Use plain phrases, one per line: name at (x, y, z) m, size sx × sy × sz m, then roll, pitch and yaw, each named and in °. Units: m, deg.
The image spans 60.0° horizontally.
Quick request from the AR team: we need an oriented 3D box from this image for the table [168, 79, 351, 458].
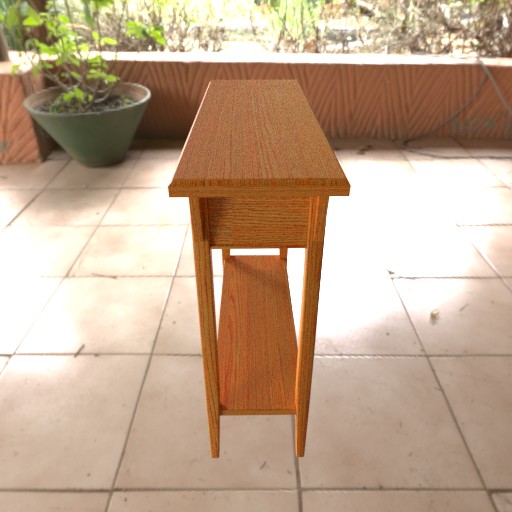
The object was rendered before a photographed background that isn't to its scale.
table at (0.000, 0.000, 1.121) m, size 0.254 × 0.711 × 0.762 m, roll 0°, pitch 32°, yaw -1°
